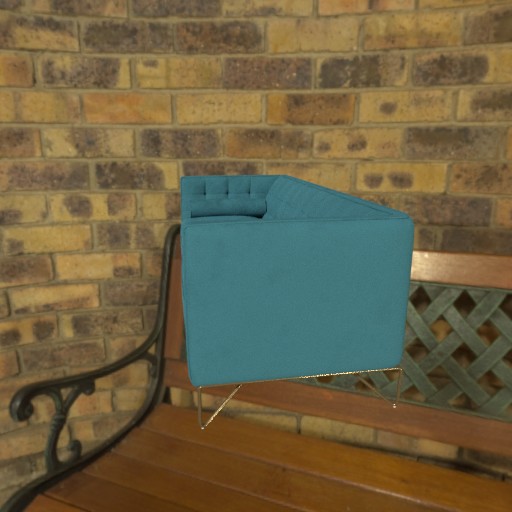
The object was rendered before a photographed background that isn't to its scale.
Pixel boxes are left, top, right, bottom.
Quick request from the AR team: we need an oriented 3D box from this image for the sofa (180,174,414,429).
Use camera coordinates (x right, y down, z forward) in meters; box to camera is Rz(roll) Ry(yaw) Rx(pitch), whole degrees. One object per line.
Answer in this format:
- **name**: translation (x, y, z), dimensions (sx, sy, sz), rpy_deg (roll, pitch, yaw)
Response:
- **sofa**: translation (0.000, 0.000, 2.598), dimensions (0.867, 0.789, 2.087), rpy_deg (-2, 15, -9)
